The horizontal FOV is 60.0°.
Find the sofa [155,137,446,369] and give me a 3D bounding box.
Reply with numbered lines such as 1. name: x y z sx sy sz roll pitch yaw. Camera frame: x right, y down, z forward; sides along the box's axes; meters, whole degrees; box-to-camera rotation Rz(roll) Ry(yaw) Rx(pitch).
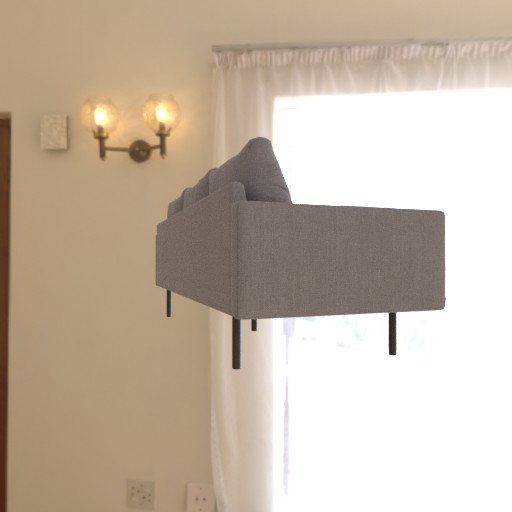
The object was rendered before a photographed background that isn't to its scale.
1. sofa: 0.000 0.000 2.463 0.850 0.830 2.000 0 -1 -20
